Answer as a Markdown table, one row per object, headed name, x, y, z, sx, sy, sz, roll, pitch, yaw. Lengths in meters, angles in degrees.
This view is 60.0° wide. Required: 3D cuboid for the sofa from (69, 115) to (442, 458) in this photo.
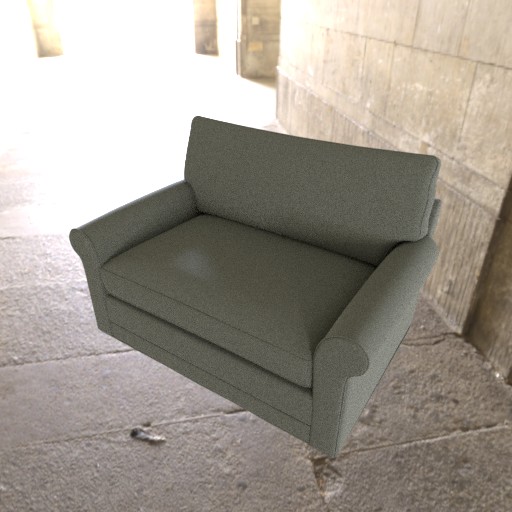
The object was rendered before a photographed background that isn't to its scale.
| name | x | y | z | sx | sy | sz | roll | pitch | yaw |
| --- | --- | --- | --- | --- | --- | --- | --- | --- | --- |
| sofa | 0.000 | 0.000 | 1.992 | 1.410 | 0.953 | 0.940 | 19 | 36 | 29 |
